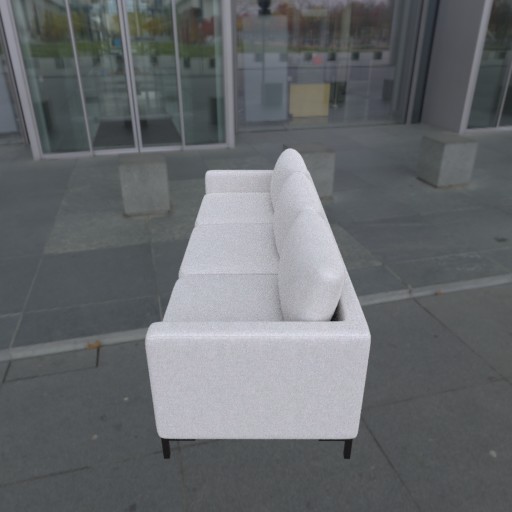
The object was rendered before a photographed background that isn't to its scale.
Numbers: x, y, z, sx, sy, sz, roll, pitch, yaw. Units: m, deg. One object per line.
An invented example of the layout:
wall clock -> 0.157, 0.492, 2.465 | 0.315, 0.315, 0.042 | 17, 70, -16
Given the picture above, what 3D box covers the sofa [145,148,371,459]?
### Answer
sofa -> 0.000, 0.000, 2.697 | 0.859, 0.874, 2.218 | 0, 26, 0
